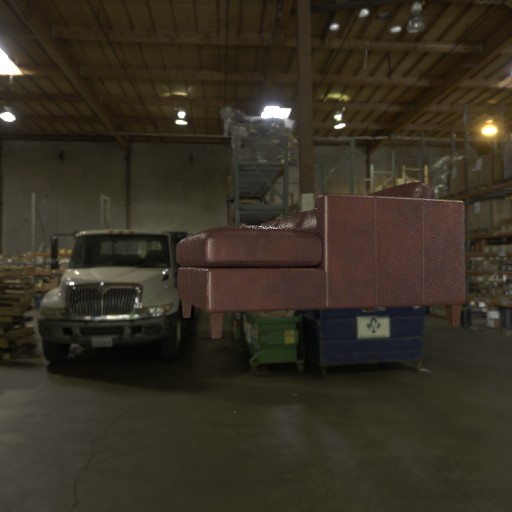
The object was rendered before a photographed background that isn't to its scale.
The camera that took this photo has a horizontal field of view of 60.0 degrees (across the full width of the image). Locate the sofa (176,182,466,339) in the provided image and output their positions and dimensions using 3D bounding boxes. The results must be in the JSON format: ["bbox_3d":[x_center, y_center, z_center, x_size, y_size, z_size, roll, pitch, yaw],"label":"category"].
[{"bbox_3d":[0.000,0.000,3.890,1.581,0.883,3.203,0,-1,-18],"label":"sofa"}]
